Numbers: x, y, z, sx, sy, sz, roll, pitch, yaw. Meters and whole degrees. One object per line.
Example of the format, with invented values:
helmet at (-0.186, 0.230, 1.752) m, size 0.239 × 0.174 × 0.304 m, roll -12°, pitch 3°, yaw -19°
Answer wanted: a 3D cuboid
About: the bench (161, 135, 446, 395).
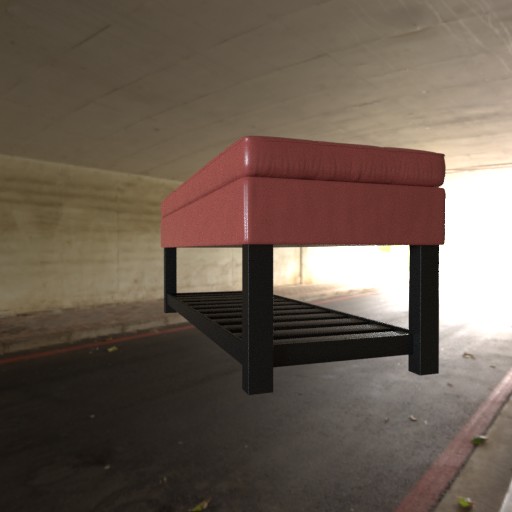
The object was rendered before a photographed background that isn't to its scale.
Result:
bench at (0.000, 0.000, 1.326) m, size 0.432 × 0.460 × 1.105 m, roll 0°, pitch 1°, yaw -19°
